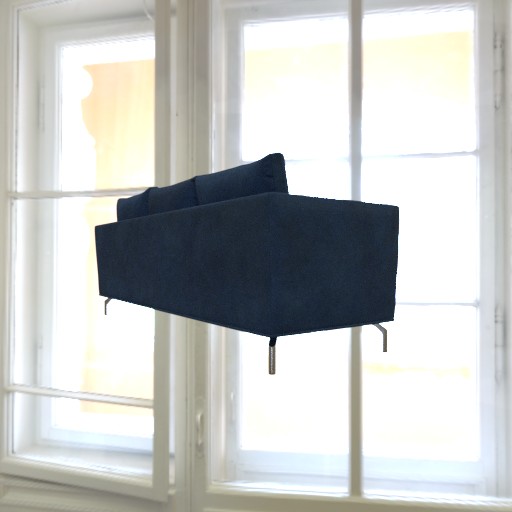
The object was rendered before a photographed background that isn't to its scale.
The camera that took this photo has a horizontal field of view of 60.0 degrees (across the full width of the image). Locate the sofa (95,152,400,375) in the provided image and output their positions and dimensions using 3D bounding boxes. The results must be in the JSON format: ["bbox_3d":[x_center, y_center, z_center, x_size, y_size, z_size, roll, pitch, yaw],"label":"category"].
[{"bbox_3d":[0.000,0.000,3.210,1.622,0.987,2.438,0,0,-36],"label":"sofa"}]
